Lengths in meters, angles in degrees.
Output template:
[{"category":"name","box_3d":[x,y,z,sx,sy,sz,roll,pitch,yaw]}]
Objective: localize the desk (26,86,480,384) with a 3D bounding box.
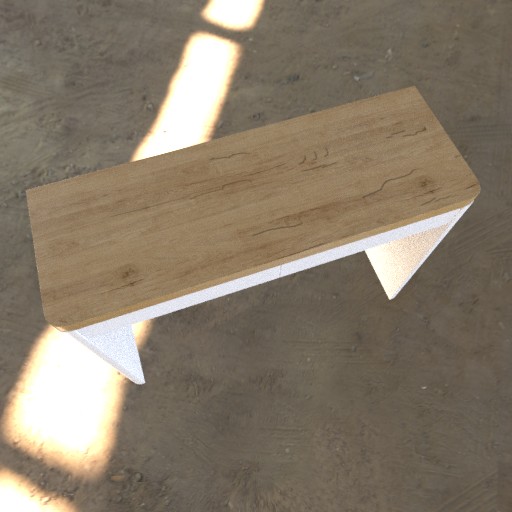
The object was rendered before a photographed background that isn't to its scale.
[{"category":"desk","box_3d":[0.000,0.000,1.465,1.100,0.760,0.390,-17,66,-8]}]
